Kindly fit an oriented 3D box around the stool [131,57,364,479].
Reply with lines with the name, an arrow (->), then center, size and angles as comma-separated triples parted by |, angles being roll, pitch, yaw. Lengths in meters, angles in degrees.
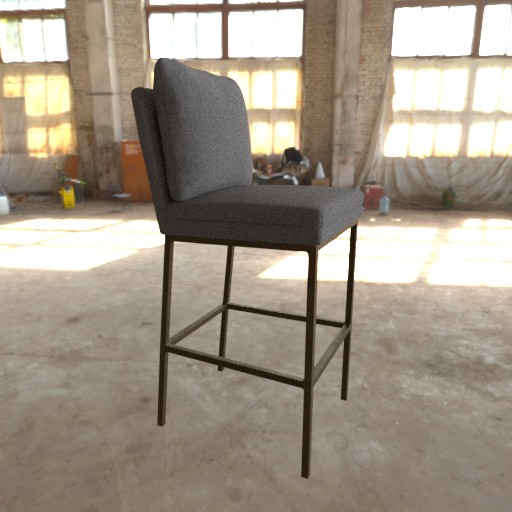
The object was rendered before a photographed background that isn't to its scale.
stool -> 0.000, 0.000, 1.406 | 0.569, 1.132, 0.463 | 7, 17, 25
